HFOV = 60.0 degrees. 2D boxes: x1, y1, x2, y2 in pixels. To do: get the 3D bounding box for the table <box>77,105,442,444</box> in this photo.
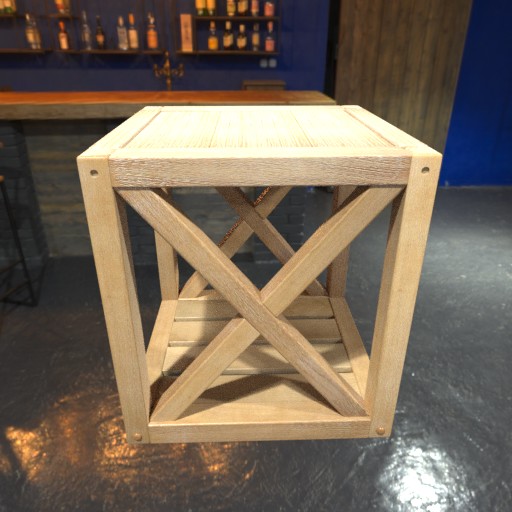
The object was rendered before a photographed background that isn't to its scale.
[{"bbox_3d":[0.000,0.000,1.051,0.559,0.610,0.558,-1,26,-2],"label":"table"}]
